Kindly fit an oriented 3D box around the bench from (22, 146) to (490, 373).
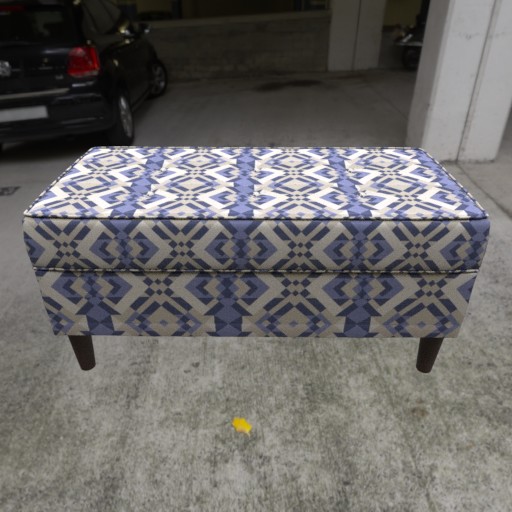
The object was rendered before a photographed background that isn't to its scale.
[{"bbox_3d":[0.000,0.000,1.242,1.016,0.477,0.492,0,31,0],"label":"bench"}]
